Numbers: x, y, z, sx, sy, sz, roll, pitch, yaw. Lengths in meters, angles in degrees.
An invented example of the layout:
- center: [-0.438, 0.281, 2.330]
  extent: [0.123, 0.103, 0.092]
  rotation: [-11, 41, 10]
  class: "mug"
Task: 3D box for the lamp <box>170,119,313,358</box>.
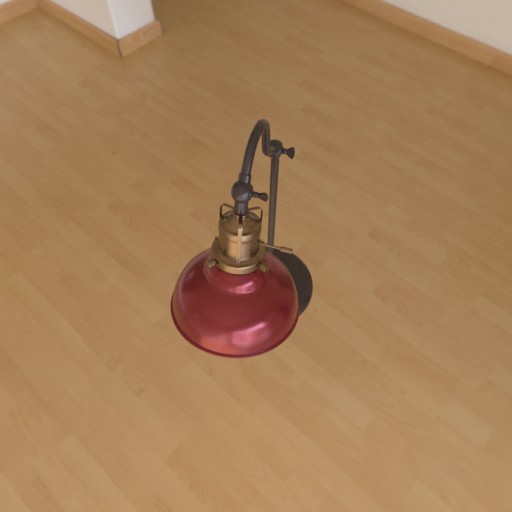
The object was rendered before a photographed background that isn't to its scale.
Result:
- center: [0.000, 0.000, 0.699]
  extent: [0.192, 0.508, 0.374]
  rotation: [14, 58, 9]
  class: "lamp"
